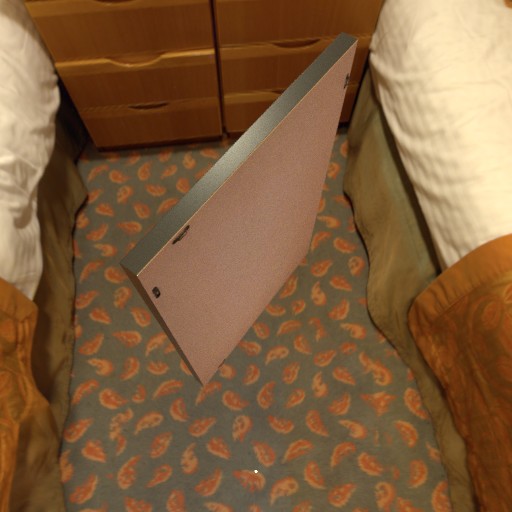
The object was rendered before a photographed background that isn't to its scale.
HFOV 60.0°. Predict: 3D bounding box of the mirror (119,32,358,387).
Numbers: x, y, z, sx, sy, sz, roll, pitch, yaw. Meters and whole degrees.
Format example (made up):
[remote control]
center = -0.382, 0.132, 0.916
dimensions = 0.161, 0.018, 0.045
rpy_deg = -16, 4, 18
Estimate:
[mirror]
center = 0.000, 0.000, 1.150
dimensions = 0.040, 0.915, 0.609
rpy_deg = 34, 69, 15
